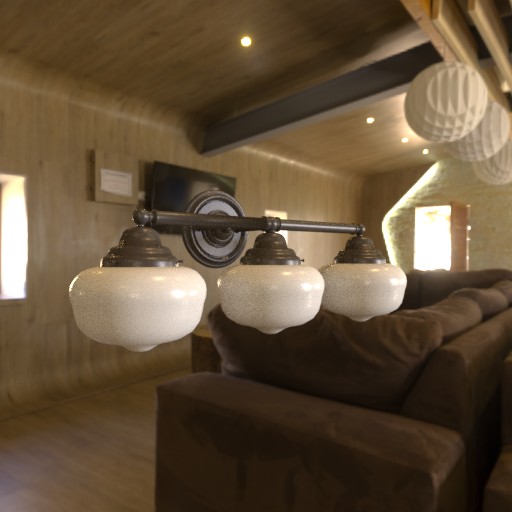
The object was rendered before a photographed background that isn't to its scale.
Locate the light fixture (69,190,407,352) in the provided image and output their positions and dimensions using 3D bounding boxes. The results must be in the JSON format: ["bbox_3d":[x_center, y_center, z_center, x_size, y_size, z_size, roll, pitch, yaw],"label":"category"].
[{"bbox_3d":[0.000,0.000,0.715,0.587,0.242,0.239,0,0,-37],"label":"light fixture"}]
